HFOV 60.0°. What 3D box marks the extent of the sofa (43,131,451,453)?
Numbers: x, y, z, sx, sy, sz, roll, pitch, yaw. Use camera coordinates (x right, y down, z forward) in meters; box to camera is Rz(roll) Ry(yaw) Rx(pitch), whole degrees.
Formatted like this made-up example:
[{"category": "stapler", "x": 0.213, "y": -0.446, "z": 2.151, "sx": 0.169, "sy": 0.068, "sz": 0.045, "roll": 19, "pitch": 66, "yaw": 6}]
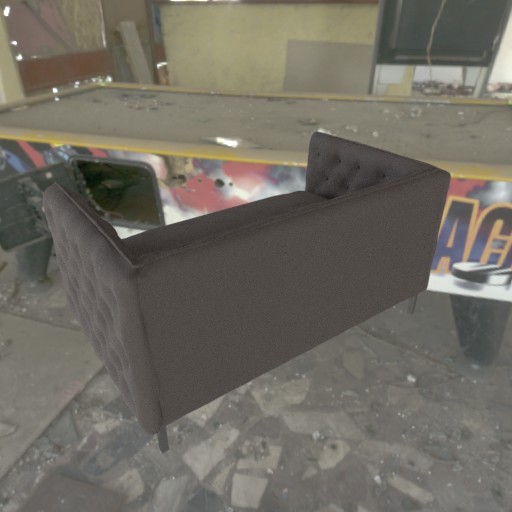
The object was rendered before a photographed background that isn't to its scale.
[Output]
[{"category": "sofa", "x": 0.000, "y": 0.000, "z": 2.080, "sx": 1.583, "sy": 0.810, "sz": 0.909, "roll": -19, "pitch": 34, "yaw": -31}]
